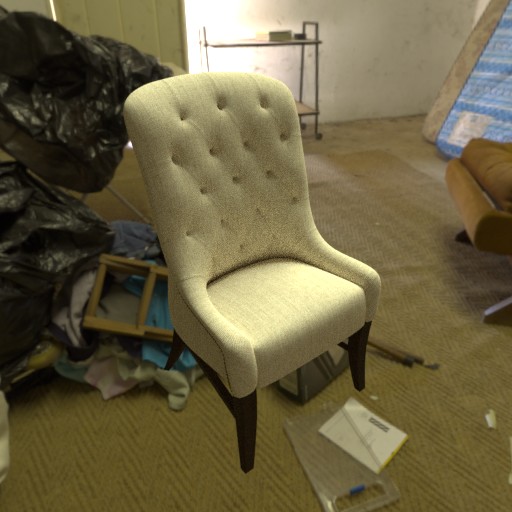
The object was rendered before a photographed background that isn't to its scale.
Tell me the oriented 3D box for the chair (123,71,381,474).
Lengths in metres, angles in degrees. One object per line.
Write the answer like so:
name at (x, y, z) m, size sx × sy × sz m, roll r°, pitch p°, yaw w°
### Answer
chair at (0.000, 0.000, 1.484) m, size 0.634 × 1.091 × 0.629 m, roll -21°, pitch 36°, yaw -33°
